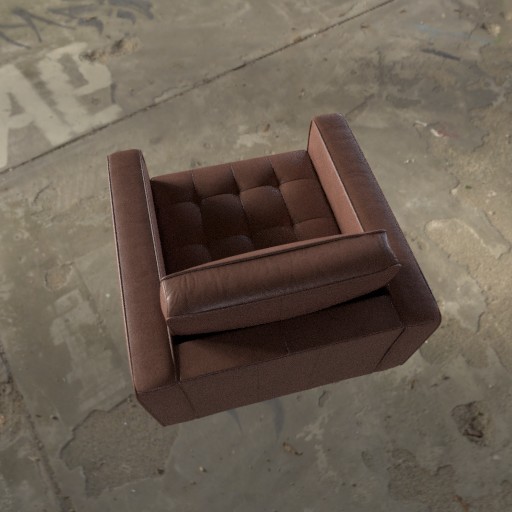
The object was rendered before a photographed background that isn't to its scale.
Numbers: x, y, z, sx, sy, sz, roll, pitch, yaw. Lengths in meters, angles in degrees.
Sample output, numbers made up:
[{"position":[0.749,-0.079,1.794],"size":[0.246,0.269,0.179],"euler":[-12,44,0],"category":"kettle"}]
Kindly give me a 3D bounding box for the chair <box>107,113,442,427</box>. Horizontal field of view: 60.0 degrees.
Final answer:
[{"position":[0.000,0.000,1.569],"size":[0.920,0.770,0.900],"euler":[-12,60,-7],"category":"chair"}]
